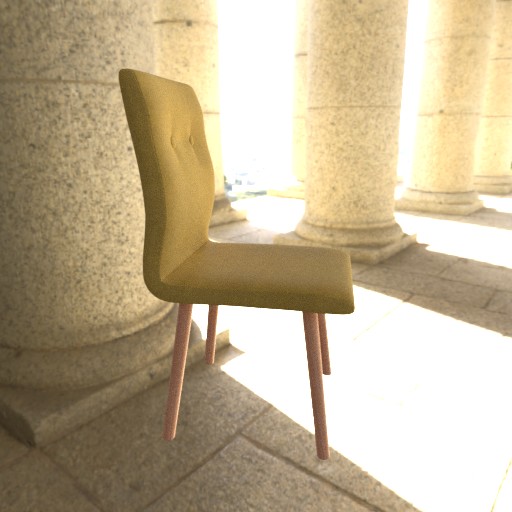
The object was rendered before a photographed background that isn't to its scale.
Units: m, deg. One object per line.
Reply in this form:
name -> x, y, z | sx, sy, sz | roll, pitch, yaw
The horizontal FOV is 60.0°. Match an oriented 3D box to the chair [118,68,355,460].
chair -> 0.000, 0.000, 1.277 | 0.550, 0.965, 0.450 | 3, 16, 10
